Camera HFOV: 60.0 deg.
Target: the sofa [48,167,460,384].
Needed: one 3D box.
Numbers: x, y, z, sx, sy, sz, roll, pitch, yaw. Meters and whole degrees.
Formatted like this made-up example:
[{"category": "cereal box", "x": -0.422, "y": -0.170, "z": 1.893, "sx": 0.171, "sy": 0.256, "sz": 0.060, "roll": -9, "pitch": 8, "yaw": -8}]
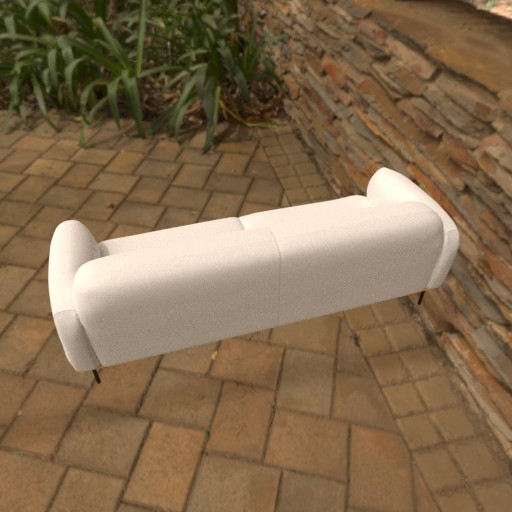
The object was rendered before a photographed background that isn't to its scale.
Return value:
[{"category": "sofa", "x": 0.000, "y": 0.000, "z": 2.661, "sx": 2.257, "sy": 0.780, "sz": 0.880, "roll": -11, "pitch": 42, "yaw": -13}]
